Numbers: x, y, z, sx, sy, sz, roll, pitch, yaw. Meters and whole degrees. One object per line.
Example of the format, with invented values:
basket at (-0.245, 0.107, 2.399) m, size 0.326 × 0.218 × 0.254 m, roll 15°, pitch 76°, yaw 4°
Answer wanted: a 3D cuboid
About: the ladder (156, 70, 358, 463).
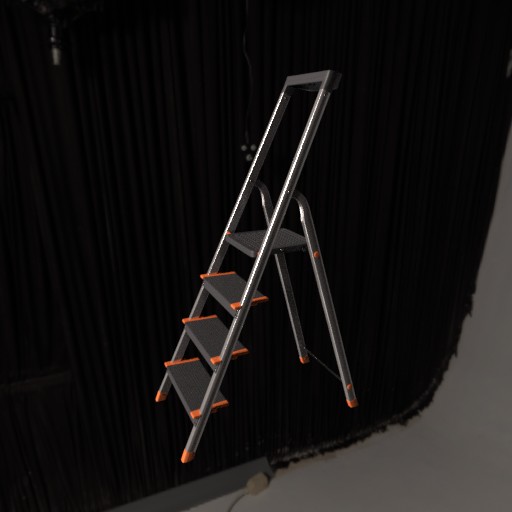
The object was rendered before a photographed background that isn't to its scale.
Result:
ladder at (0.000, 0.000, 1.850) m, size 0.834 × 1.429 × 0.452 m, roll -8°, pitch 19°, yaw -24°
